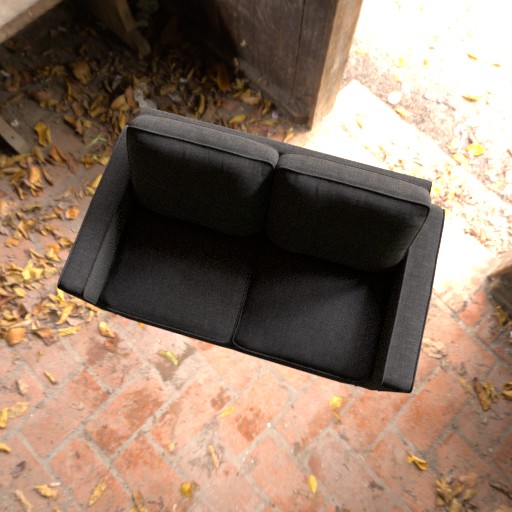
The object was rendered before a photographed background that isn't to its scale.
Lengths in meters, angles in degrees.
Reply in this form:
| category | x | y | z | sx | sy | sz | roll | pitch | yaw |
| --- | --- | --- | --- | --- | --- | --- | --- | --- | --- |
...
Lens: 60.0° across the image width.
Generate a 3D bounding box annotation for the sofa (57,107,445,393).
| category | x | y | z | sx | sy | sz | roll | pitch | yaw |
| --- | --- | --- | --- | --- | --- | --- | --- | --- | --- |
| sofa | 0.000 | 0.000 | 2.262 | 1.709 | 0.918 | 0.947 | 16 | 75 | 4 |
